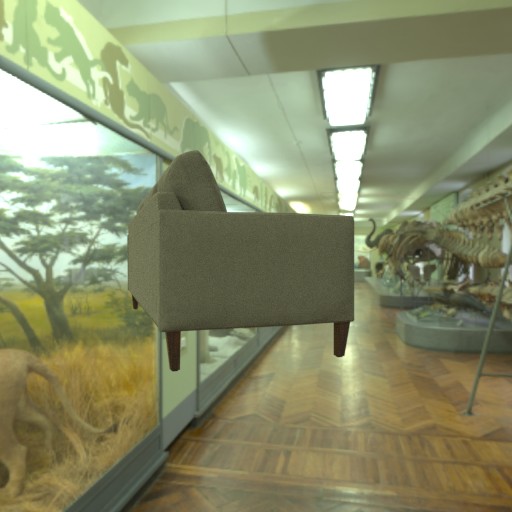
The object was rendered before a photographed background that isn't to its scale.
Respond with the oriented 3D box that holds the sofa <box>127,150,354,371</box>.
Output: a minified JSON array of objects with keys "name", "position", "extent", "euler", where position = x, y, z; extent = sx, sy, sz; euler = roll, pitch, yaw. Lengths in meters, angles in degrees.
[{"name":"sofa","position":[0.000,0.000,2.894],"extent":[1.506,0.875,2.178],"euler":[0,0,-19]}]
